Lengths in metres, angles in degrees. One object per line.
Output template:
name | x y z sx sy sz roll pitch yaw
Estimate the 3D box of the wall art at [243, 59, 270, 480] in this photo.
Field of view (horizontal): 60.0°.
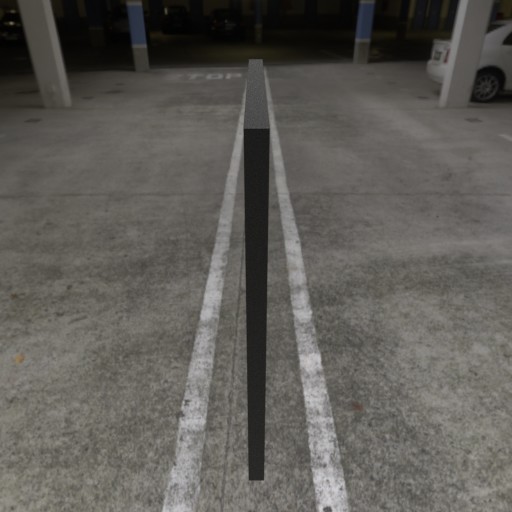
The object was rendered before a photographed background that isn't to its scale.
wall art | 0.000 0.000 0.537 0.018 0.397 0.325 0 31 0
